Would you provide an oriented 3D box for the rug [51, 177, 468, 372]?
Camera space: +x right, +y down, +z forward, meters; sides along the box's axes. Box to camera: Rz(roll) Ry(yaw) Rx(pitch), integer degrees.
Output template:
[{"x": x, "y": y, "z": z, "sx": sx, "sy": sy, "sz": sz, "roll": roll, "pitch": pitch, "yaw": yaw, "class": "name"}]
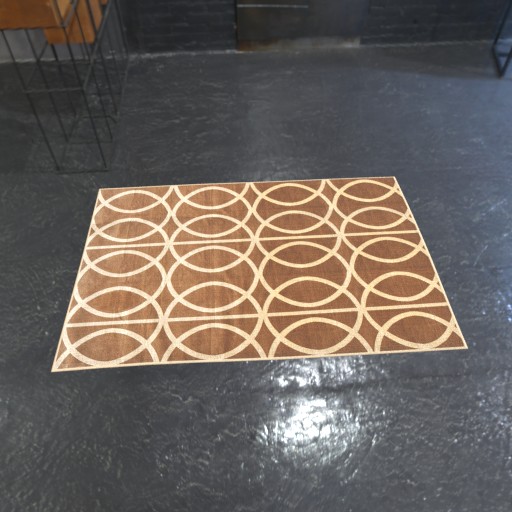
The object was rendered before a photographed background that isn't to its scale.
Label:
[{"x": 0.000, "y": 0.000, "z": 2.921, "sx": 2.294, "sy": 0.014, "sz": 1.528, "roll": -3, "pitch": 48, "yaw": -2, "class": "rug"}]
